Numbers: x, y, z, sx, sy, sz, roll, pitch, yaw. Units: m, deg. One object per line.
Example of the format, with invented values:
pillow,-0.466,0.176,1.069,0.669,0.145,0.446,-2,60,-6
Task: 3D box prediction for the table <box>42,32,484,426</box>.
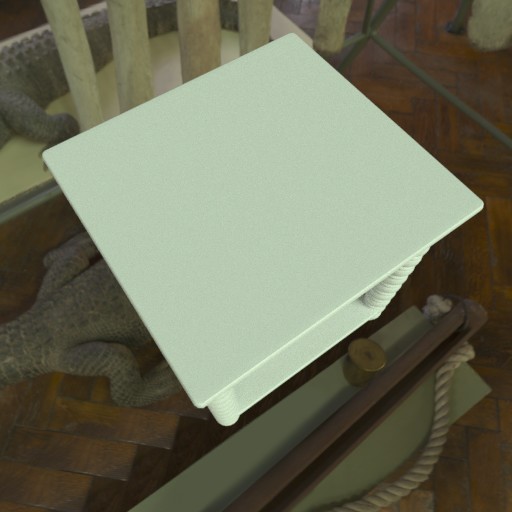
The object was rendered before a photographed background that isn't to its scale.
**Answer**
table,0.000,0.000,0.965,0.533,0.563,0.500,-32,68,-15
